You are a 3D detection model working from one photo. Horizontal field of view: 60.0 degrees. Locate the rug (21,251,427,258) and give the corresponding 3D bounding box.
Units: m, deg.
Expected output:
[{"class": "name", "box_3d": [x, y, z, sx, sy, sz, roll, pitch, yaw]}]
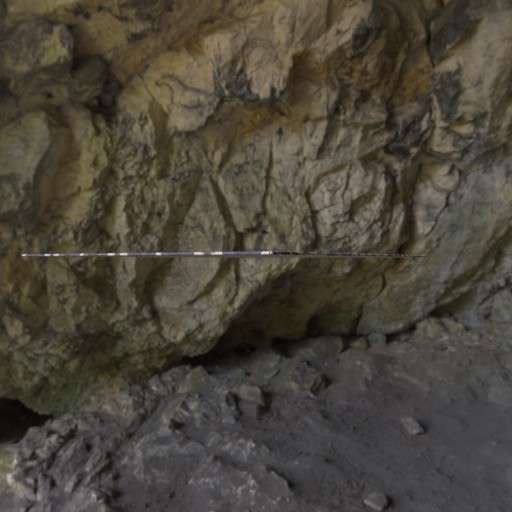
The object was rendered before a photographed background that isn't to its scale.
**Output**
[{"class": "rug", "box_3d": [0.000, 0.000, 2.952, 1.676, 0.013, 2.261, 0, -1, 34]}]
